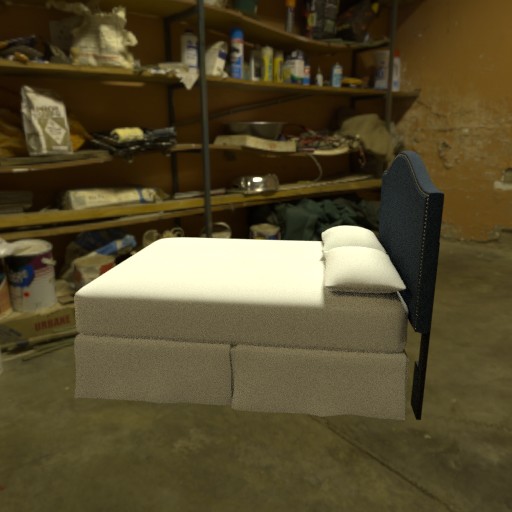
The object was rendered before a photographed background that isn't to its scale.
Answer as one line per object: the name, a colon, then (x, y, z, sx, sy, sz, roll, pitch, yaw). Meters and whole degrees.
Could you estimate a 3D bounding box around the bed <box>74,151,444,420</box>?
bed: (0.000, 0.000, 3.275, 2.153, 1.518, 1.713, 2, 15, 7)
